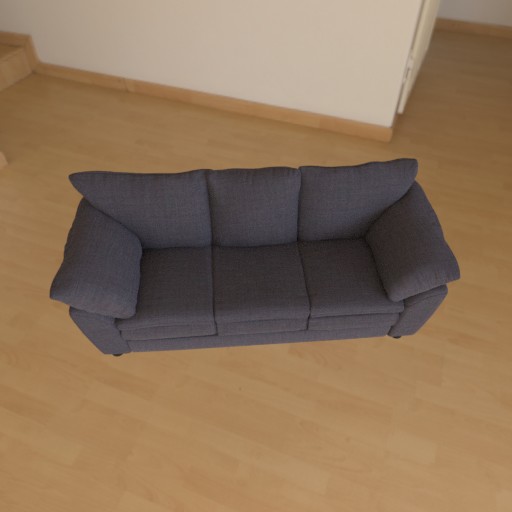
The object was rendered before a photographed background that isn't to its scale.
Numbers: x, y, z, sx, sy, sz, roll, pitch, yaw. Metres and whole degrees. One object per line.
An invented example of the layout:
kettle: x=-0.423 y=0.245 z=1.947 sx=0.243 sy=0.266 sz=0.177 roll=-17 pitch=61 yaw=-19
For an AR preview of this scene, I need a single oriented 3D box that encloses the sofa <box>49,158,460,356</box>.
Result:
sofa: x=0.000 y=0.000 z=2.902 sx=2.336 sy=1.080 sz=0.883 roll=-3 pitch=47 yaw=-3
